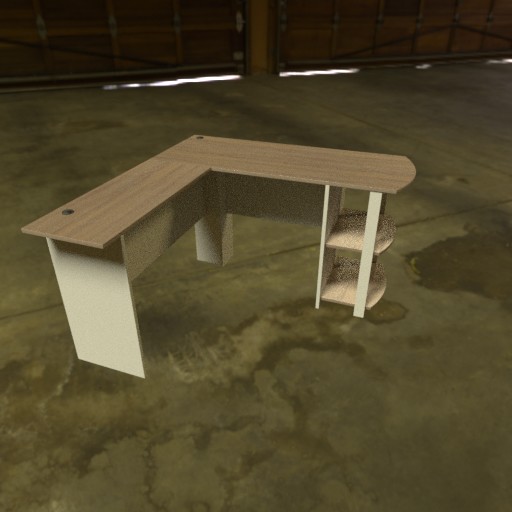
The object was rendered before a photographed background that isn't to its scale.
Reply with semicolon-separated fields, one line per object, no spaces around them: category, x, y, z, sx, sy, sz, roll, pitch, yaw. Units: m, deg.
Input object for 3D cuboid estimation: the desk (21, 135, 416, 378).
desk;0.000;0.000;2.131;1.303;0.716;1.361;10;32;17
